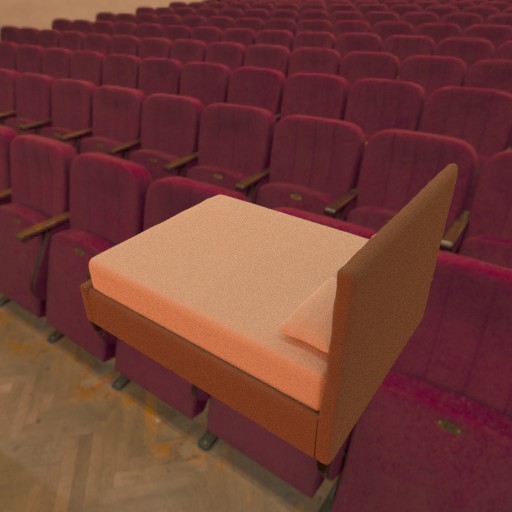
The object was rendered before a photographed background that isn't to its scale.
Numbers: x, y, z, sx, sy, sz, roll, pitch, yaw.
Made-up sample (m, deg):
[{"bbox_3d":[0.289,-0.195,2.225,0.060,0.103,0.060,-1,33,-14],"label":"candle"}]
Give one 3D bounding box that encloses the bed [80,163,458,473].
[{"bbox_3d":[0.000,0.000,3.353,2.233,1.426,1.696,21,37,30],"label":"bed"}]
